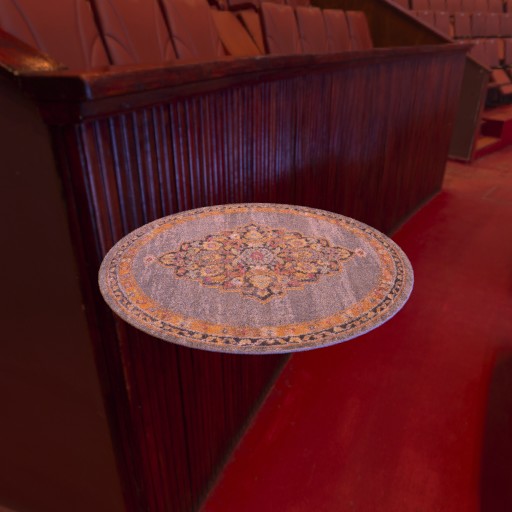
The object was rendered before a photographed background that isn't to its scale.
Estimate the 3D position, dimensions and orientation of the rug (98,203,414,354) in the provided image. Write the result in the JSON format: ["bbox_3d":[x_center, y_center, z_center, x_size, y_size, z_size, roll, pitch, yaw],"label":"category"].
[{"bbox_3d":[0.000,0.000,3.510,2.382,0.014,2.382,0,27,0],"label":"rug"}]
